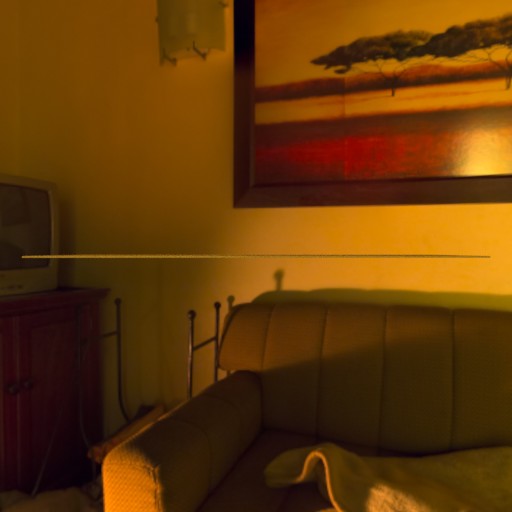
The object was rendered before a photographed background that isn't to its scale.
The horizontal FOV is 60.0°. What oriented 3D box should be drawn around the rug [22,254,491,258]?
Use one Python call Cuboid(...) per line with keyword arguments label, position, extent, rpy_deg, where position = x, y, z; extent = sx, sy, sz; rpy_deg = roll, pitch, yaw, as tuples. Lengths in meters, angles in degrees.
Cuboid(label="rug", position=(0.000, 0.000, 2.672), extent=(2.435, 0.009, 0.750), rpy_deg=(0, 1, 0))
